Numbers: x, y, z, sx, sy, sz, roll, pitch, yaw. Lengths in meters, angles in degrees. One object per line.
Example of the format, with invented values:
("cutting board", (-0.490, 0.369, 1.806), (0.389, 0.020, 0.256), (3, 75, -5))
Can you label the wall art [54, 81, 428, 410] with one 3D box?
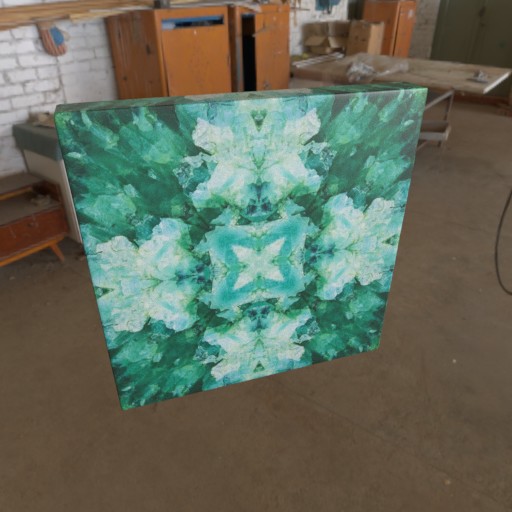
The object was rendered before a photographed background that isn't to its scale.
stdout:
("wall art", (0.000, 0.000, 0.449), (0.313, 0.313, 0.033), (-9, 33, -15))
